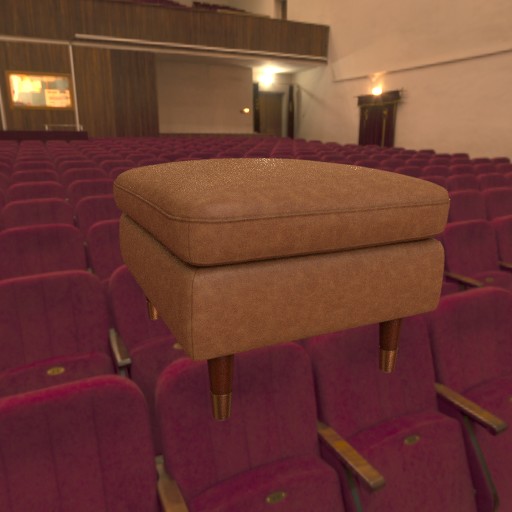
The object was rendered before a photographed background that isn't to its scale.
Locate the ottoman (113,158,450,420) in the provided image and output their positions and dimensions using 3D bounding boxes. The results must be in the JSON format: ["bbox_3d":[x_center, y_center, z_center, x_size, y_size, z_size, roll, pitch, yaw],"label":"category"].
[{"bbox_3d":[0.000,0.000,1.122,0.593,0.478,0.747,-7,16,-25],"label":"ottoman"}]
